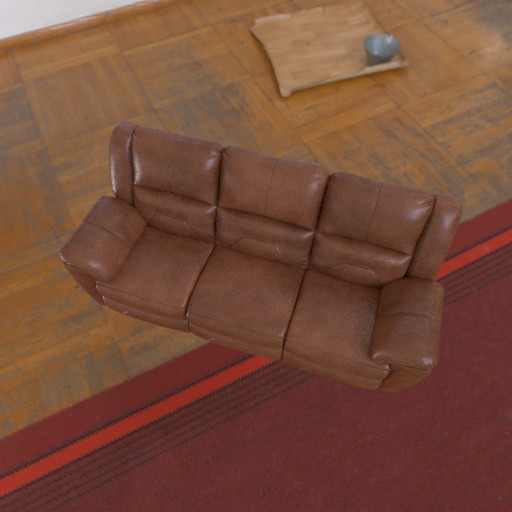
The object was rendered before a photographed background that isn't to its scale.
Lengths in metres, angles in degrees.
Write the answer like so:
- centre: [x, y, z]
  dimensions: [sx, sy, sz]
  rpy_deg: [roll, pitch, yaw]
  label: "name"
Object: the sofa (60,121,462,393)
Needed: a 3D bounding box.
- centre: [0.000, 0.000, 2.872]
  dimensions: [2.337, 1.043, 0.991]
  rpy_deg: [15, 59, 10]
  label: "sofa"
